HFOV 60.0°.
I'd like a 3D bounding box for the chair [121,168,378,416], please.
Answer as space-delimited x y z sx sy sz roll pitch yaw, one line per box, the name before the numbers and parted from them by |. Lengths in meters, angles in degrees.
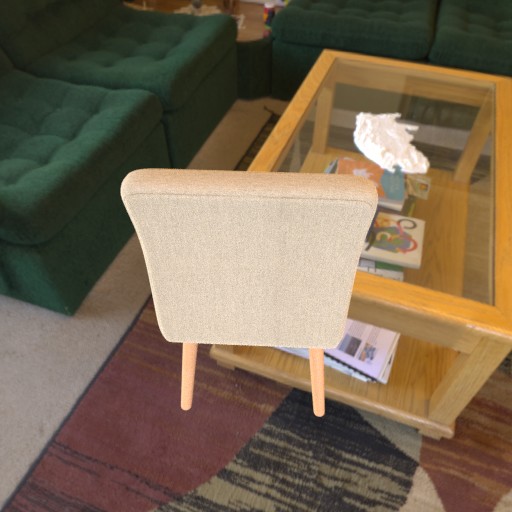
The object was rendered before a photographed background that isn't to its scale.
chair | 0.000 0.000 1.165 0.435 0.885 0.550 2 47 2
